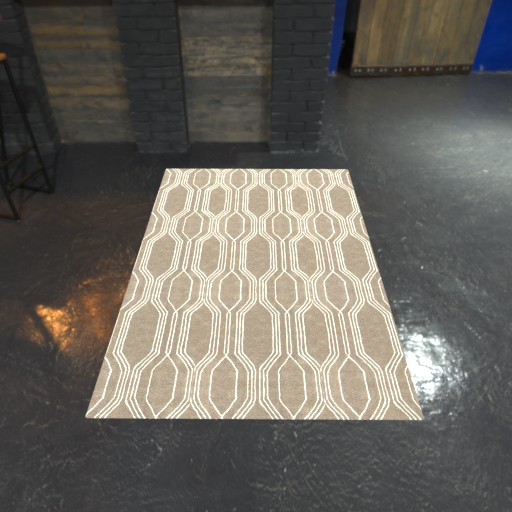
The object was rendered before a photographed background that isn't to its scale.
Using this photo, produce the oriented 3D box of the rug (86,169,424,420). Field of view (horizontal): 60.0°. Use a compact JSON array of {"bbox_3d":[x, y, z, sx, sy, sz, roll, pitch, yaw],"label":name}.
[{"bbox_3d":[0.000,0.000,2.317,1.239,0.012,1.836,0,40,0],"label":"rug"}]
